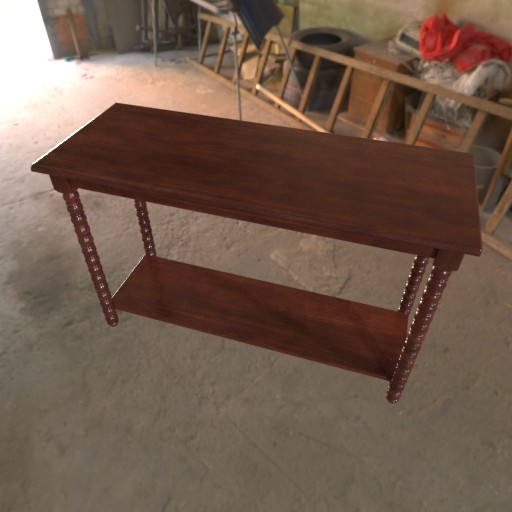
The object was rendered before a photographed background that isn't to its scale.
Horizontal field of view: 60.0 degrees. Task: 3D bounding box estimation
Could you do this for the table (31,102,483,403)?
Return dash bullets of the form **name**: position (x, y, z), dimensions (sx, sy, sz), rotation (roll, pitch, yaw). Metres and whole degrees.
- **table**: position (0.000, 0.000, 1.502), dimensions (1.184, 0.740, 0.459), rotation (12, 43, 13)
